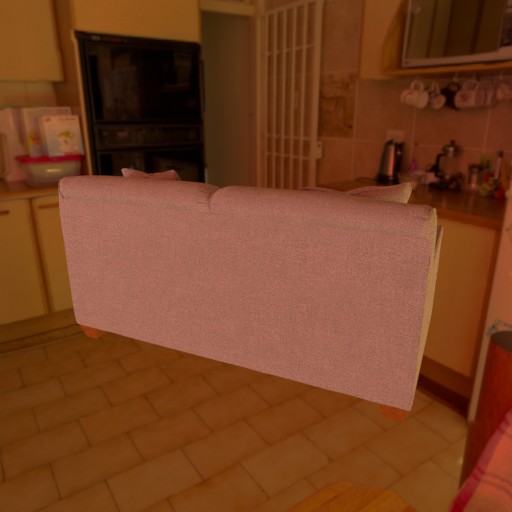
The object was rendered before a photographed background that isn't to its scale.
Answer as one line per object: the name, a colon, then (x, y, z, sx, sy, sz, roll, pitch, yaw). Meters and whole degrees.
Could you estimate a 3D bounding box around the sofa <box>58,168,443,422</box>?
sofa: (0.000, 0.000, 2.447, 1.846, 0.958, 1.000, 8, 20, 24)
